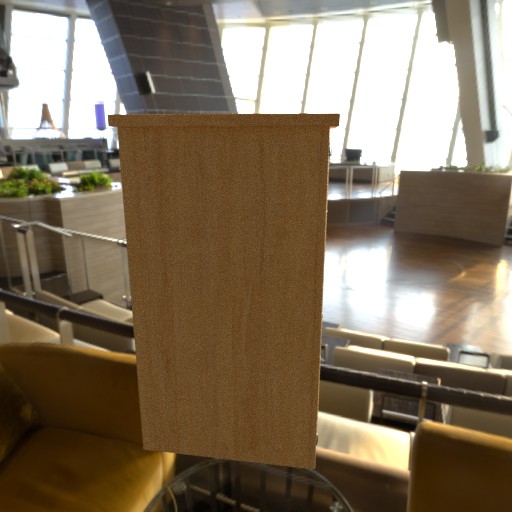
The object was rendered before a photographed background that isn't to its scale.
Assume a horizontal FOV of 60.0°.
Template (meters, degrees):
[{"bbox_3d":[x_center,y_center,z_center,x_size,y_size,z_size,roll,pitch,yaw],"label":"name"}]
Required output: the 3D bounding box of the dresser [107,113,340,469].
[{"bbox_3d":[0.000,0.000,1.238,0.410,0.730,0.800,3,16,9],"label":"dresser"}]
